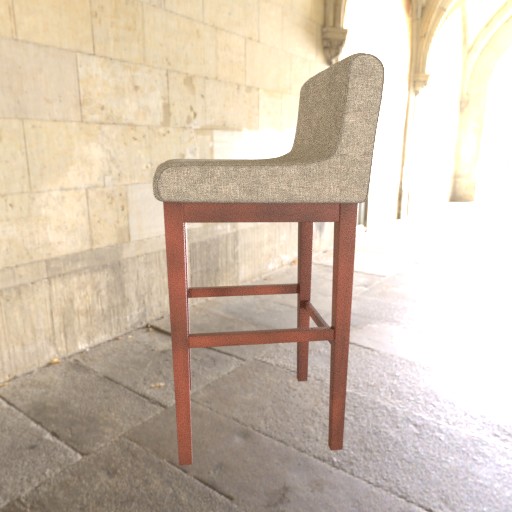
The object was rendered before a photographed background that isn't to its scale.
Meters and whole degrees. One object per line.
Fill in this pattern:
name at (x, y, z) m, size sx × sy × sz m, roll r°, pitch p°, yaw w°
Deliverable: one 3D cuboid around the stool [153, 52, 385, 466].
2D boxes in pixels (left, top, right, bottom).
stool at (0.000, 0.000, 1.199) m, size 0.499 × 0.965 × 0.426 m, roll -2°, pitch 14°, yaw -8°
